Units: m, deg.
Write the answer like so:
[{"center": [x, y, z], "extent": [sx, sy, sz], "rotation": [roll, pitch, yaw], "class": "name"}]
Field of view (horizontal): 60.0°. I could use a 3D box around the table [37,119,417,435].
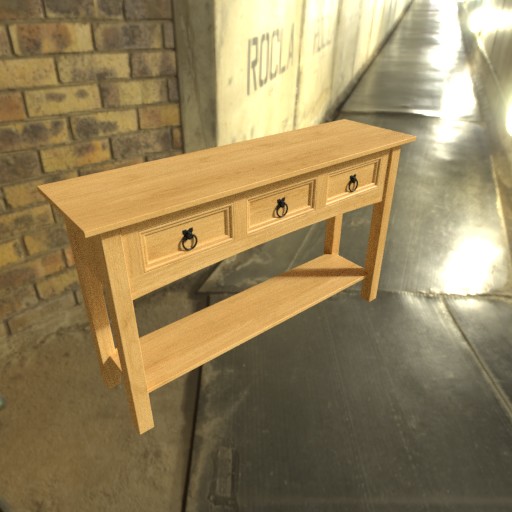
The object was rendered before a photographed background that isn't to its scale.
[{"center": [0.000, 0.000, 1.597], "extent": [1.240, 0.730, 0.350], "rotation": [-22, 37, -33], "class": "table"}]
